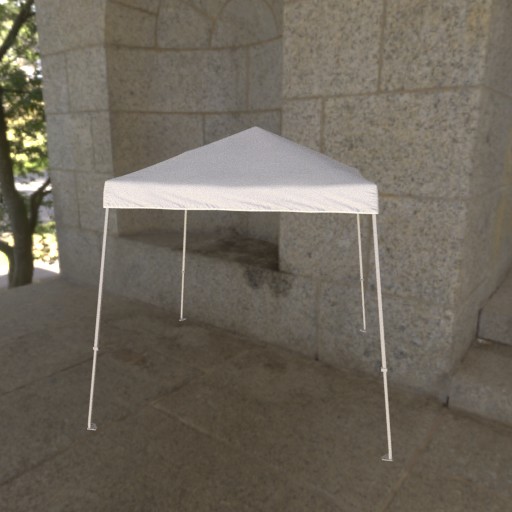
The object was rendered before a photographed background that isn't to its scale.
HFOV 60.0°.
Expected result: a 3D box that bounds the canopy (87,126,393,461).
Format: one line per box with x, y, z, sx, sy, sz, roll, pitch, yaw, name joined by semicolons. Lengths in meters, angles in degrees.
0.000;0.000;6.414;3.599;3.600;3.600;2;14;9;canopy
